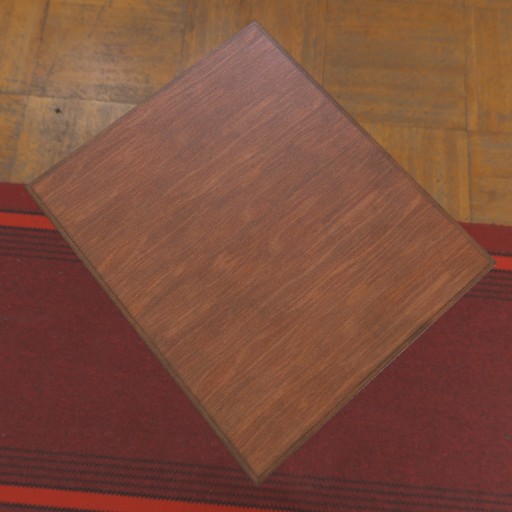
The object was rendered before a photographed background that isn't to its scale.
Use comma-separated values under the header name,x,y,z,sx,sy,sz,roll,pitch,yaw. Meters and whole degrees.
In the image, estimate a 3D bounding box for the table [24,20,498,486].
name,x,y,z,sx,sy,sz,roll,pitch,yaw
table,0.000,0.000,1.559,0.838,0.761,0.991,-40,80,-9
